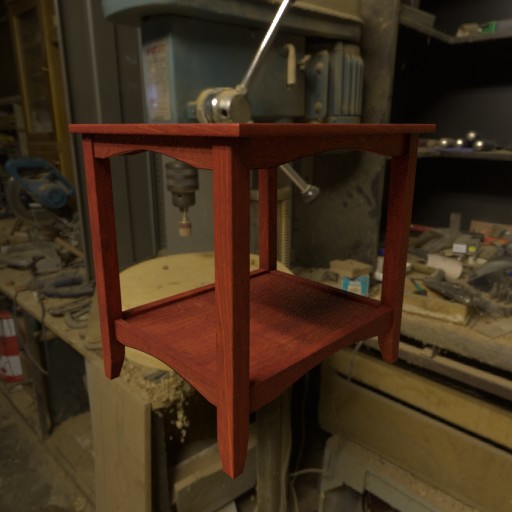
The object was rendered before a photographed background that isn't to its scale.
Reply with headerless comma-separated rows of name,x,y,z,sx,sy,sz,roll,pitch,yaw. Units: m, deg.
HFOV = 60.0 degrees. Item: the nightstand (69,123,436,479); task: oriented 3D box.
nightstand,0.000,0.000,0.980,0.558,0.558,0.501,-16,23,-43
